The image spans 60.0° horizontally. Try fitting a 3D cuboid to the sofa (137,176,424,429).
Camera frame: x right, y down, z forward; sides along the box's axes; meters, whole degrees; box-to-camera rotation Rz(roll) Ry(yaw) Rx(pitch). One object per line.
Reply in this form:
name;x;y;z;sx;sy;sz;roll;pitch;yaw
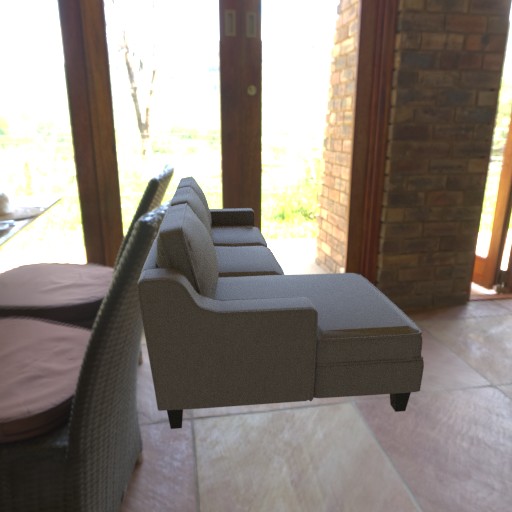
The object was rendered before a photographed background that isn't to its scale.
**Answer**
sofa;0.000;0.000;3.158;1.294;0.928;2.561;-2;16;-7
